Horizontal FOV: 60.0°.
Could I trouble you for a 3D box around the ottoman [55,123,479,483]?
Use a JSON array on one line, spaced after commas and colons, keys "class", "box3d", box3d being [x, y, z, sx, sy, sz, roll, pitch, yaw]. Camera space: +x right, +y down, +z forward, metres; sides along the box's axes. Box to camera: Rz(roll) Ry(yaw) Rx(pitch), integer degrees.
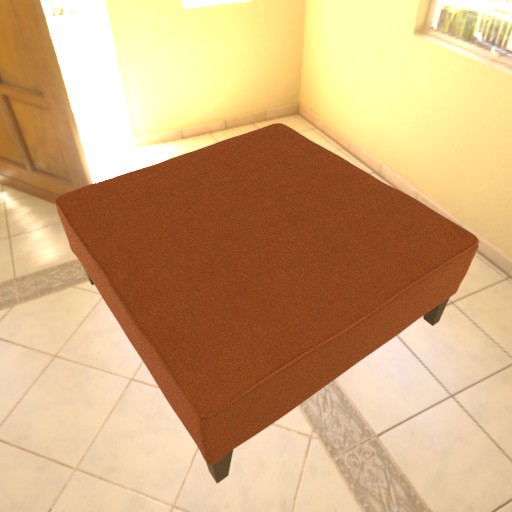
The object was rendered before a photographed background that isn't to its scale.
[{"class": "ottoman", "box3d": [0.000, 0.000, 1.527, 0.999, 0.438, 0.997, -26, 48, -26]}]
